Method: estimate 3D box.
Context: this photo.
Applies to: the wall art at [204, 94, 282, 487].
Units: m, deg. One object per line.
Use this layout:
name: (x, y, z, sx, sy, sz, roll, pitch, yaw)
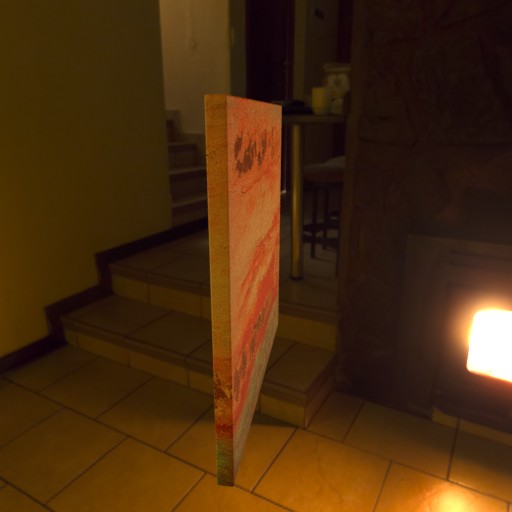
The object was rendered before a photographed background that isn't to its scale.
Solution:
wall art: (0.000, 0.000, 1.135, 0.035, 0.747, 0.747, 3, 18, 9)
